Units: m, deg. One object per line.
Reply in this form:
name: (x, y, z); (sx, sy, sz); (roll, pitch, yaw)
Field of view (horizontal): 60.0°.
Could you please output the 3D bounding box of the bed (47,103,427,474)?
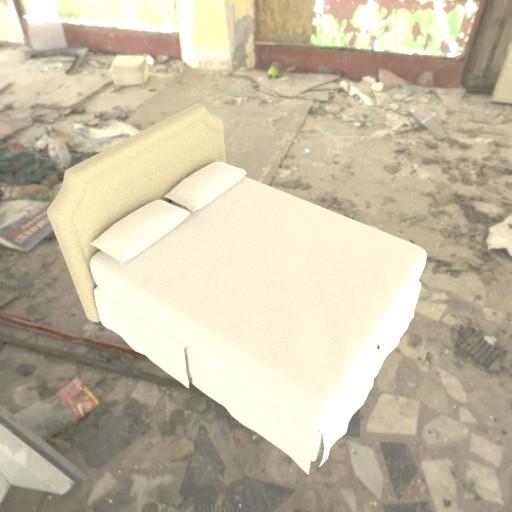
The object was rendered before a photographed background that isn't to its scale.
bed: (0.000, 0.000, 3.161); (2.116, 1.290, 1.693); (26, 48, 26)
